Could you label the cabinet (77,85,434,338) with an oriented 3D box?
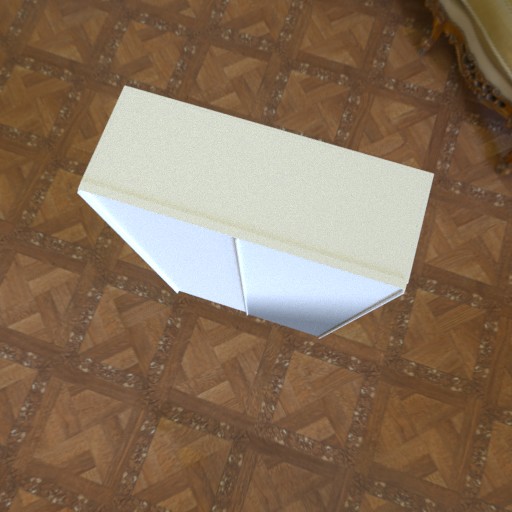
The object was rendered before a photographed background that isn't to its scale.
[{"bbox_3d":[0.000,0.000,2.691,1.250,2.160,0.480,17,76,4],"label":"cabinet"}]
